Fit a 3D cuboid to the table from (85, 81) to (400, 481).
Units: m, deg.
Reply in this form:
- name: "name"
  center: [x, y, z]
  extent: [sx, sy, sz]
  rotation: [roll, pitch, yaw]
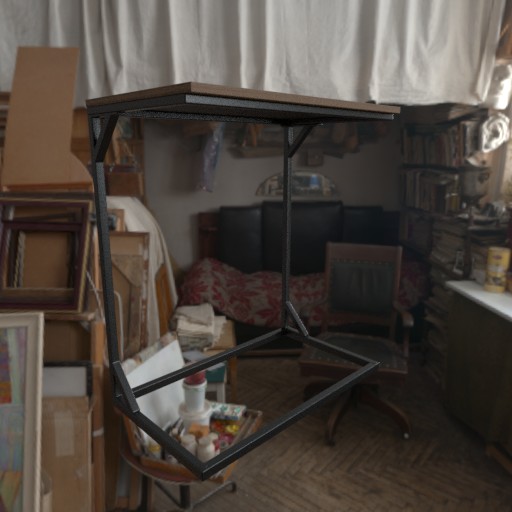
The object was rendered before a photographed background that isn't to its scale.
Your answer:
- name: "table"
  center: [0.000, 0.000, 1.032]
  extent: [0.597, 0.673, 0.351]
  rotation: [-13, 19, -43]
